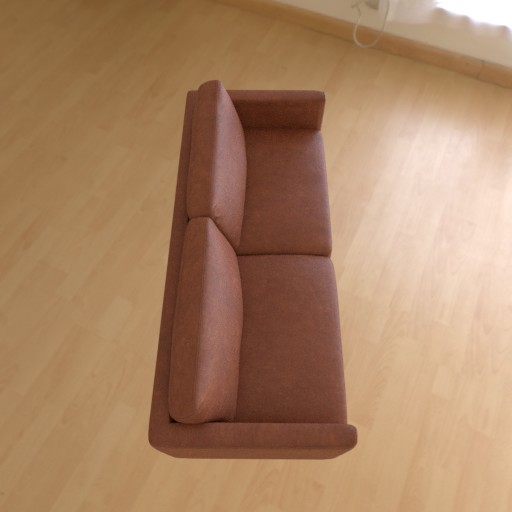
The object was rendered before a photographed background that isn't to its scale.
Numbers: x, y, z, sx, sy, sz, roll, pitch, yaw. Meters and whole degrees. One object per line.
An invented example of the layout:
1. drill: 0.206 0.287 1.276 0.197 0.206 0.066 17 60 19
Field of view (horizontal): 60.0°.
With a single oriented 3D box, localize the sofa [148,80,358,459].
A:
1. sofa: 0.000 0.000 2.682 0.950 0.932 2.204 0 62 0
